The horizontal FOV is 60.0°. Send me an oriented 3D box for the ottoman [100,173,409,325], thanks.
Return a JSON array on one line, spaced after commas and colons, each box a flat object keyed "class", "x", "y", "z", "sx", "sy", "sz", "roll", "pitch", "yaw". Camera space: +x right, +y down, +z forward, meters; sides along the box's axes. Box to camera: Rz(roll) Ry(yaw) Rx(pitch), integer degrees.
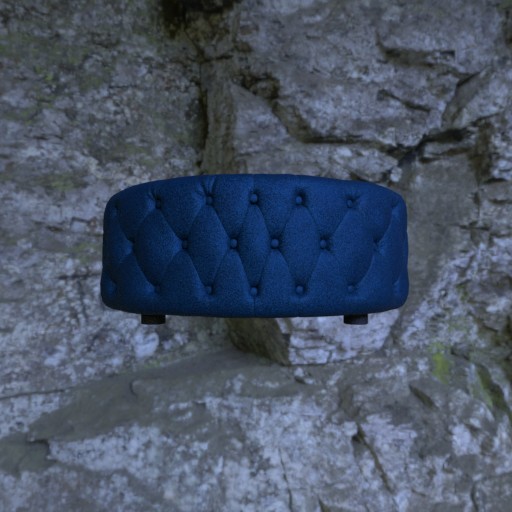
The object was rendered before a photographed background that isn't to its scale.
[{"class": "ottoman", "x": 0.000, "y": 0.000, "z": 1.524, "sx": 0.998, "sy": 0.398, "sz": 0.998, "roll": 0, "pitch": -2, "yaw": 0}]
